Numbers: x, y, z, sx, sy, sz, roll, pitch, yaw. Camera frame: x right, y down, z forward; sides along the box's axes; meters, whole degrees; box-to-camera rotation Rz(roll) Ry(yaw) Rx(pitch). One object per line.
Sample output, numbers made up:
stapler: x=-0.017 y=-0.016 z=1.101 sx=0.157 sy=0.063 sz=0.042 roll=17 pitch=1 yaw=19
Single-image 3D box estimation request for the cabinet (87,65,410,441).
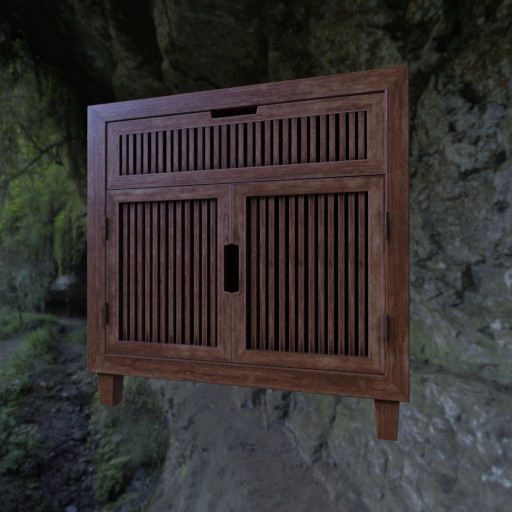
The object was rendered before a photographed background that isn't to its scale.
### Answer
cabinet: x=0.000 y=0.000 z=1.227 sx=0.796 sy=0.785 sz=0.412 roll=0 pitch=0 yaw=18
